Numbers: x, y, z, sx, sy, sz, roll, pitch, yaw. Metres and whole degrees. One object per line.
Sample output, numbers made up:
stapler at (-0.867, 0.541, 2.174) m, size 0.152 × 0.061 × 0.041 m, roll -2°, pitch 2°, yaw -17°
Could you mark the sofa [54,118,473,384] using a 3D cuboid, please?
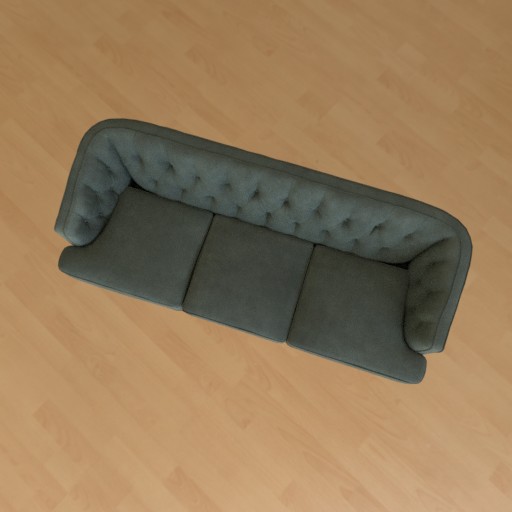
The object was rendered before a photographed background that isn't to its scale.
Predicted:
sofa at (0.000, 0.000, 2.739) m, size 2.278 × 0.855 × 0.941 m, roll 17°, pitch 77°, yaw 4°
